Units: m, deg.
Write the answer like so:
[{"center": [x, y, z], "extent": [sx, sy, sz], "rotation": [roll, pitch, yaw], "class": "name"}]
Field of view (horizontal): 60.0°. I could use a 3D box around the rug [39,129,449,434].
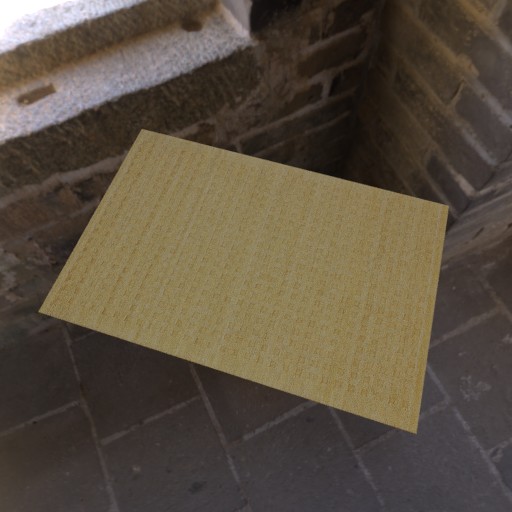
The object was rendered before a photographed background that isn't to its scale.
[{"center": [0.000, 0.000, 2.861], "extent": [2.286, 0.006, 1.524], "rotation": [16, 64, 8], "class": "rug"}]
